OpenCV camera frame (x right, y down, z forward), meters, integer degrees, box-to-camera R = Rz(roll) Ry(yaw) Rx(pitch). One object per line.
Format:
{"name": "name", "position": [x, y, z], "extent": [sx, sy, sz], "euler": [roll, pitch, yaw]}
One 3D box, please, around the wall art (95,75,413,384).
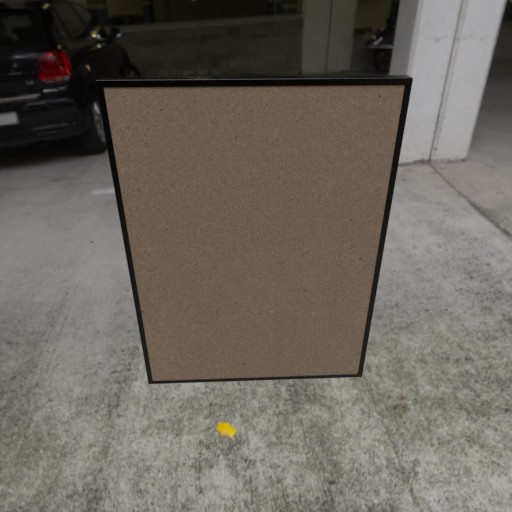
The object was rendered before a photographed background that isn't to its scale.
{"name": "wall art", "position": [0.000, 0.000, 1.384], "extent": [0.788, 1.046, 0.043], "euler": [-1, 31, -2]}
